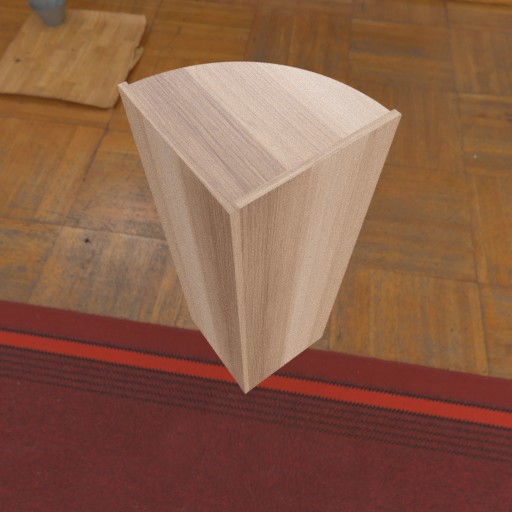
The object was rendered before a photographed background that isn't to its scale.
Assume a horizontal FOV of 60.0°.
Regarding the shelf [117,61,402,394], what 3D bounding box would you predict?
[{"bbox_3d":[0.000,0.000,1.005,0.290,0.872,0.290,-32,64,-18],"label":"shelf"}]
